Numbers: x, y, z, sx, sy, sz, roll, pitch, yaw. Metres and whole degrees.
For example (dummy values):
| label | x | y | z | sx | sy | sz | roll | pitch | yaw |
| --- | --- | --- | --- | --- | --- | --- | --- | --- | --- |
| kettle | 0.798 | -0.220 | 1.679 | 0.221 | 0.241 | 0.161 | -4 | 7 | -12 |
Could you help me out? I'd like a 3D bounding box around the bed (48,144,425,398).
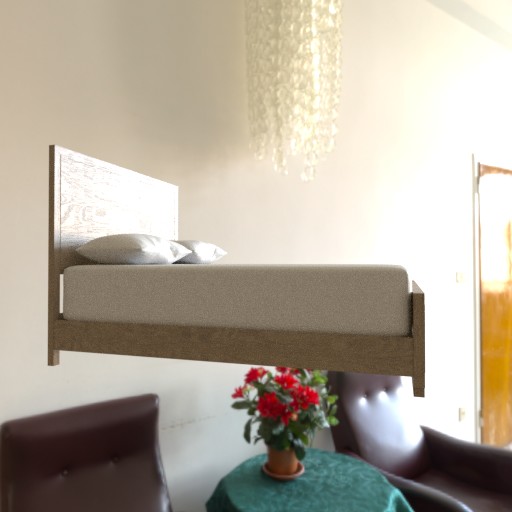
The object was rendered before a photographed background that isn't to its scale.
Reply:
| label | x | y | z | sx | sy | sz | roll | pitch | yaw |
| --- | --- | --- | --- | --- | --- | --- | --- | --- | --- |
| bed | 0.000 | 0.000 | 3.178 | 2.189 | 1.369 | 1.606 | 0 | -1 | 18 |
